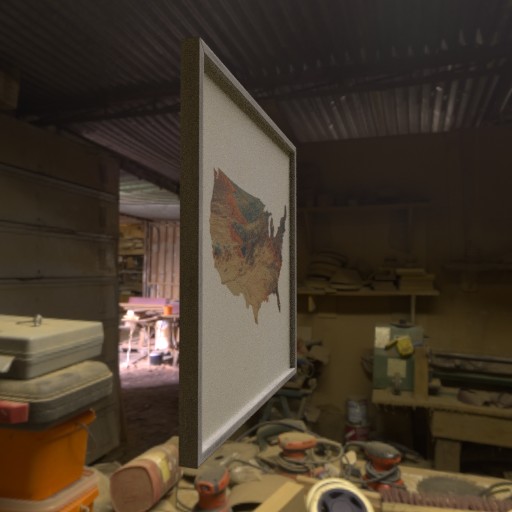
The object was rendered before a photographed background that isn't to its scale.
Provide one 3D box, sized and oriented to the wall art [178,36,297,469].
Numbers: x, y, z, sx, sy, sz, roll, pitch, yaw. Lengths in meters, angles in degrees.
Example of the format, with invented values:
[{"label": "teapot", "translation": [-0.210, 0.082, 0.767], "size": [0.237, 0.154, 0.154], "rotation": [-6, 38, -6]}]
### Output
[{"label": "wall art", "translation": [0.000, 0.000, 0.455], "size": [0.015, 0.303, 0.303], "rotation": [-1, -2, 18]}]
